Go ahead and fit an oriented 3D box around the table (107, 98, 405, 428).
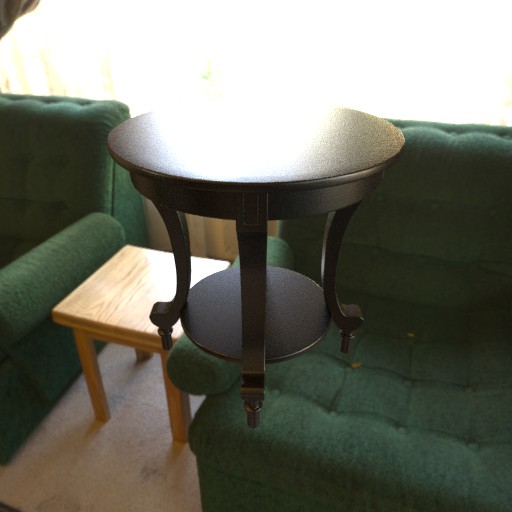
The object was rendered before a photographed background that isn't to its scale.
[{"bbox_3d":[0.000,0.000,1.082,0.597,0.618,0.597,0,31,0],"label":"table"}]
